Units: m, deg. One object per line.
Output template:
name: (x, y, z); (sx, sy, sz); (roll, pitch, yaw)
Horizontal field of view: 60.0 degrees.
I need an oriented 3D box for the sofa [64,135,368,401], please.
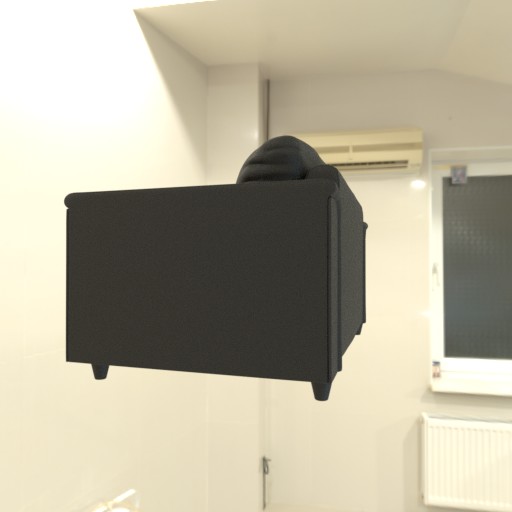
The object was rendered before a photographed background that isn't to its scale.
sofa: (0.000, 0.000, 1.967); (0.887, 0.845, 1.386); (0, -1, 18)
